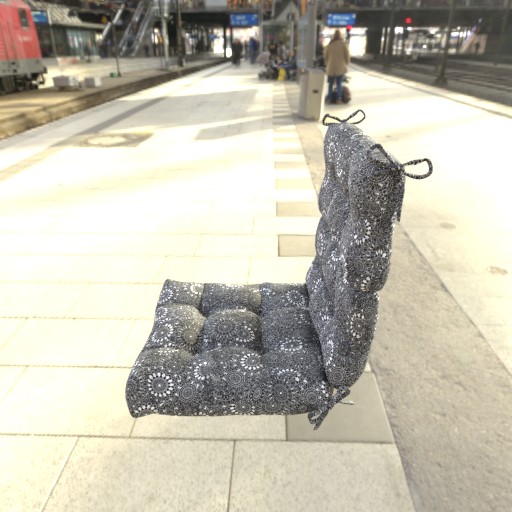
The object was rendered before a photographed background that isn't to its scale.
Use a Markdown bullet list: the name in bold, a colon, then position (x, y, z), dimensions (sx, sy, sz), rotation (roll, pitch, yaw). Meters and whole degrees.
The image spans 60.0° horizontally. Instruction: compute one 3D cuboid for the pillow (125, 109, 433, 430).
- **pillow**: position (0.000, 0.000, 1.040), dimensions (0.571, 0.605, 0.519), rotation (0, 26, 0)
